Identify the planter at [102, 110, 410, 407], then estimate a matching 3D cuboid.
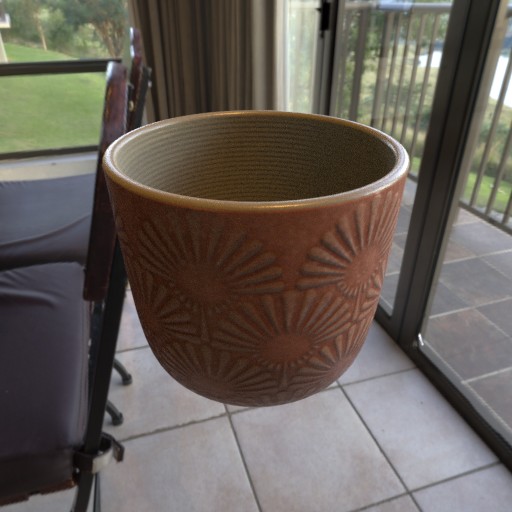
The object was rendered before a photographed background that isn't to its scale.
[{"bbox_3d":[0.000,0.000,0.213,0.124,0.109,0.124,0,31,0],"label":"planter"}]
